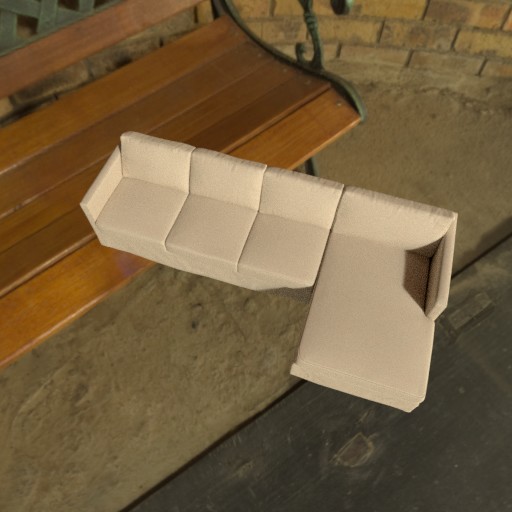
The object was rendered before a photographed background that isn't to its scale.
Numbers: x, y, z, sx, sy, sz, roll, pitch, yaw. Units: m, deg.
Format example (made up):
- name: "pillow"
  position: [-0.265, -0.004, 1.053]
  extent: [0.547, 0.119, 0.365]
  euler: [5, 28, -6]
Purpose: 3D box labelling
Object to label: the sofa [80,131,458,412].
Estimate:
- name: "sofa"
  position: [0.000, 0.000, 3.892]
  extent: [3.206, 0.871, 1.622]
  euler: [16, 61, 9]
